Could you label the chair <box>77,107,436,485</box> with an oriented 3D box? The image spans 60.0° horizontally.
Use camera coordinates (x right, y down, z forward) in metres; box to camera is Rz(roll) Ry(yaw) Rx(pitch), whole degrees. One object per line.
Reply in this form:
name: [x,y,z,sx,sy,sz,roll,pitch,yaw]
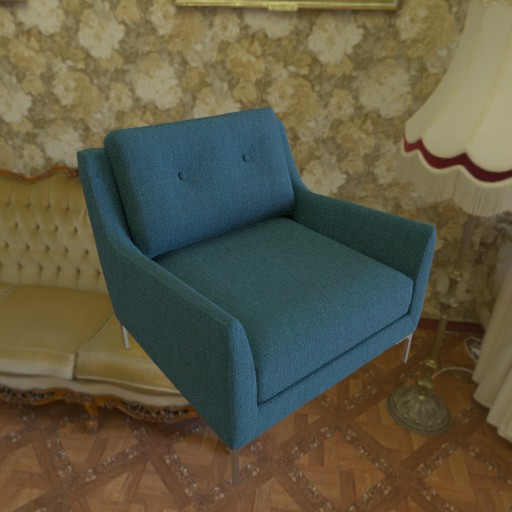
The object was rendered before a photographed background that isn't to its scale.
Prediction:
chair: [0.000,0.000,1.517,0.847,0.828,0.849,-21,35,-33]
